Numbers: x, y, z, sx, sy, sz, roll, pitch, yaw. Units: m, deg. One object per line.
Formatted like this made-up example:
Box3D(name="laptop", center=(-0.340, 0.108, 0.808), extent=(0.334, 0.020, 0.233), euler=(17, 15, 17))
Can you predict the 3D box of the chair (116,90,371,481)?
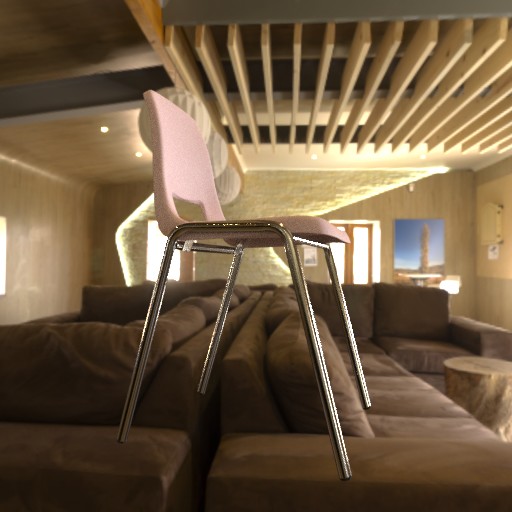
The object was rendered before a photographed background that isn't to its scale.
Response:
Box3D(name="chair", center=(0.000, 0.000, 0.930), extent=(0.436, 0.704, 0.381), euler=(-1, -2, 19))
